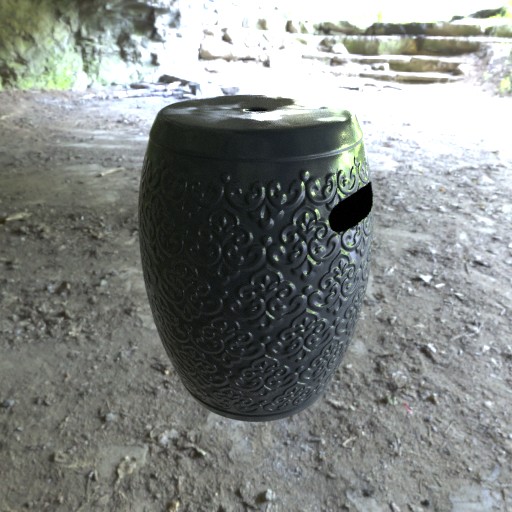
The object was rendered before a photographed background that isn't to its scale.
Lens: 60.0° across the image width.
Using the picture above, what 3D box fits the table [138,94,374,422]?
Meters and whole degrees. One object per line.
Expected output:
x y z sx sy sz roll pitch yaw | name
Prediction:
0.000 0.000 0.617 0.309 0.397 0.309 0 28 0 | table
